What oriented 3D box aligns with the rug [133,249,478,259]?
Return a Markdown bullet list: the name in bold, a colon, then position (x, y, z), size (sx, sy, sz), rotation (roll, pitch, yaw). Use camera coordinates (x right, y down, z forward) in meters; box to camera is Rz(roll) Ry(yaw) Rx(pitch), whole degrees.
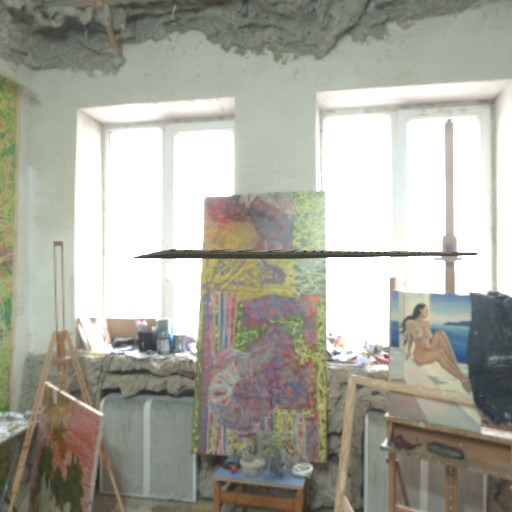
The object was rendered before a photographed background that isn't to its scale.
- **rug**: position (0.000, 0.000, 3.096), size (1.539, 0.023, 2.406), rotation (0, -1, -18)
